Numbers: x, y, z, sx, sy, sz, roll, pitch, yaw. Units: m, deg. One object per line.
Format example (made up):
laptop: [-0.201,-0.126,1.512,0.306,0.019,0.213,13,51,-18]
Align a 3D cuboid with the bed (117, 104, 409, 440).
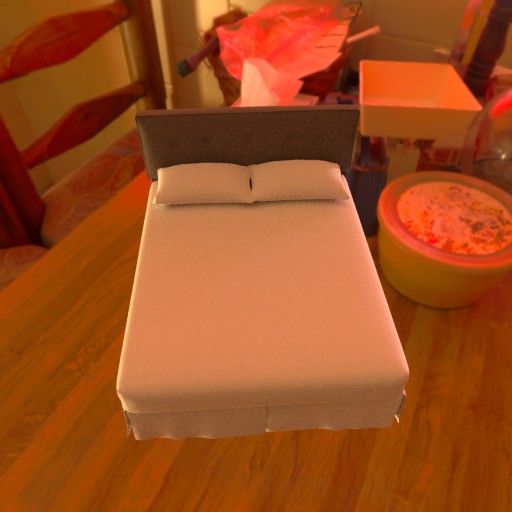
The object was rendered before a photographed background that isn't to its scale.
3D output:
bed: [0.000,0.000,2.852,1.610,1.089,1.894,-2,46,-2]
